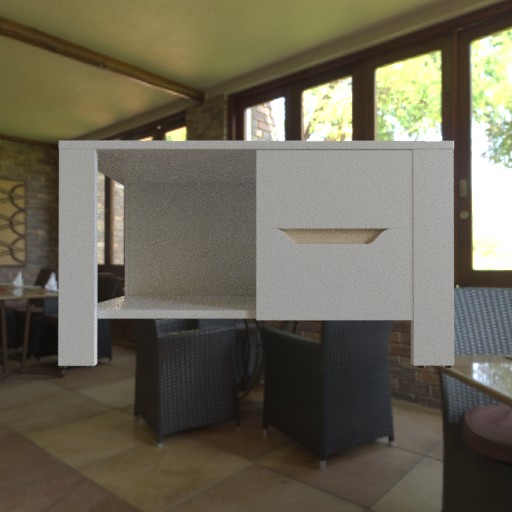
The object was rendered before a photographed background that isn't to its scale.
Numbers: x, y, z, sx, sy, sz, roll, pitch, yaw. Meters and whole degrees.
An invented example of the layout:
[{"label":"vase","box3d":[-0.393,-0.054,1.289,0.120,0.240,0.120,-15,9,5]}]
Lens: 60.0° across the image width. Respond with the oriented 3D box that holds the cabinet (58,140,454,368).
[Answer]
[{"label":"cabinet","box3d":[0.000,0.000,1.294,0.800,0.460,0.800,0,-1,0]}]
